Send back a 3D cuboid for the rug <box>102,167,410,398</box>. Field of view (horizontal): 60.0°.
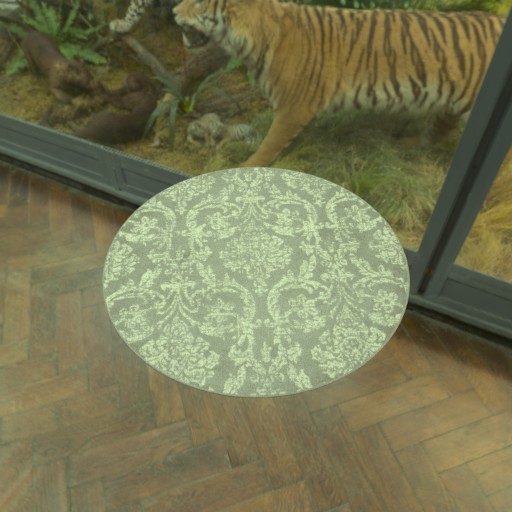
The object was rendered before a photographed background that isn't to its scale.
[{"bbox_3d":[0.000,0.000,2.359,1.593,0.012,1.593,0,47,0],"label":"rug"}]
